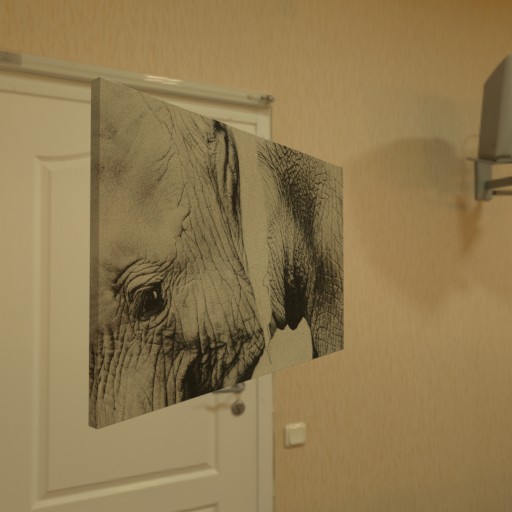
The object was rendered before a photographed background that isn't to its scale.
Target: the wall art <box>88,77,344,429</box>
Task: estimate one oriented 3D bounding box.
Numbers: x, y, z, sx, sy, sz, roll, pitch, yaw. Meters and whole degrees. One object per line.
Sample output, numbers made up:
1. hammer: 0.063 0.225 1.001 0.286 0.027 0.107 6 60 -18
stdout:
1. wall art: 0.000 0.000 1.411 0.035 0.758 1.141 -1 -1 38
